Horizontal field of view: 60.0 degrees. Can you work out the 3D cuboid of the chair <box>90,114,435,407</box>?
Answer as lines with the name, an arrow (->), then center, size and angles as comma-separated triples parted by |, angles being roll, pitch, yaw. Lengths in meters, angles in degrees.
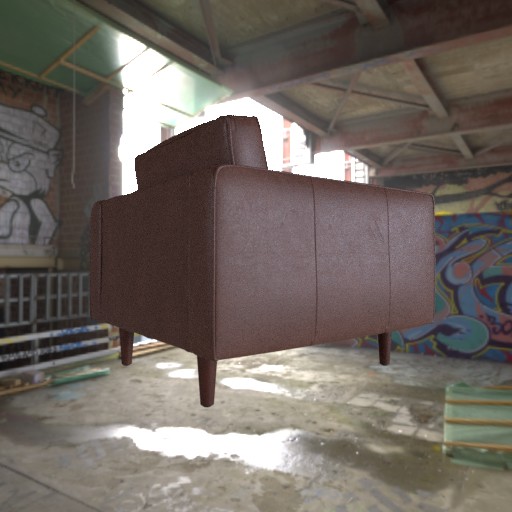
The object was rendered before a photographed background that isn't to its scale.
chair -> 0.000, 0.000, 1.565 | 0.900, 0.770, 0.920 | 0, -1, -37
